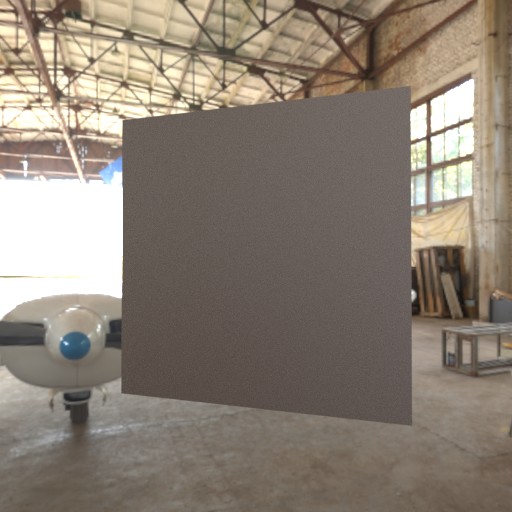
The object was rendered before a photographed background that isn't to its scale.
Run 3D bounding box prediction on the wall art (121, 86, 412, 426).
[{"bbox_3d":[0.000,0.000,0.529,0.350,0.350,0.038,0,-1,18],"label":"wall art"}]
